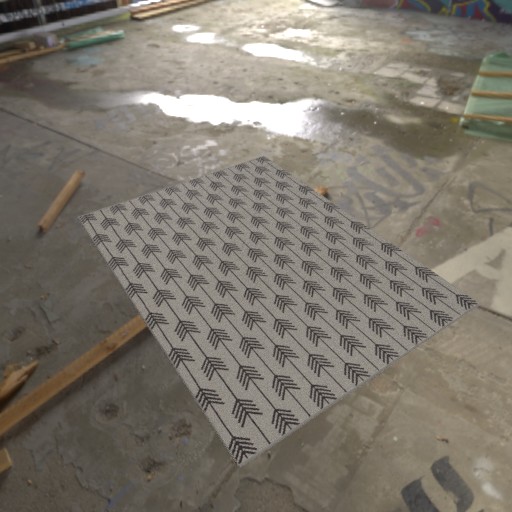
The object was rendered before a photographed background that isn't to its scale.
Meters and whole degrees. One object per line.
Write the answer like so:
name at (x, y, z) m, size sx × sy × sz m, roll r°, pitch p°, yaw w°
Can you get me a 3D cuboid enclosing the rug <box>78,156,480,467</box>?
rug at (0.000, 0.000, 4.056) m, size 2.330 × 0.010 × 3.061 m, roll -24°, pitch 46°, yaw -25°
